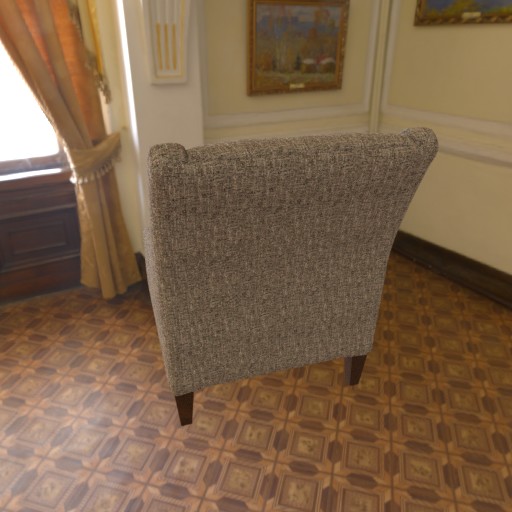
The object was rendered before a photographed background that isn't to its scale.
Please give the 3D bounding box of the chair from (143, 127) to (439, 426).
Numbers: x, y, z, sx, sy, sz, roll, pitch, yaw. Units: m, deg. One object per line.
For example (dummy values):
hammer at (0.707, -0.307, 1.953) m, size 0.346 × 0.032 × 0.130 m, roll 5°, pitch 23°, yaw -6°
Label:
chair at (0.000, 0.000, 1.634) m, size 0.774 × 1.014 × 0.870 m, roll -8°, pitch 27°, yaw -16°
